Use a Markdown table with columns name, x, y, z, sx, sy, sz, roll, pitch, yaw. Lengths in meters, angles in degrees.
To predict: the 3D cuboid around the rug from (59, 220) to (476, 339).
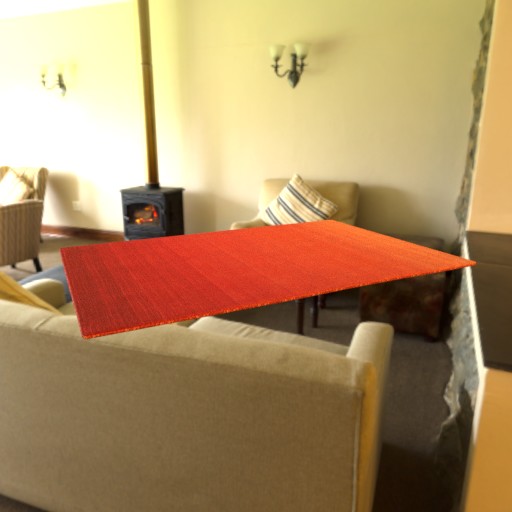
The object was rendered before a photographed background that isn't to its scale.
| name | x | y | z | sx | sy | sz | roll | pitch | yaw |
| --- | --- | --- | --- | --- | --- | --- | --- | --- | --- |
| rug | 0.000 | 0.000 | 2.322 | 1.835 | 0.018 | 1.230 | -8 | 17 | -25 |
